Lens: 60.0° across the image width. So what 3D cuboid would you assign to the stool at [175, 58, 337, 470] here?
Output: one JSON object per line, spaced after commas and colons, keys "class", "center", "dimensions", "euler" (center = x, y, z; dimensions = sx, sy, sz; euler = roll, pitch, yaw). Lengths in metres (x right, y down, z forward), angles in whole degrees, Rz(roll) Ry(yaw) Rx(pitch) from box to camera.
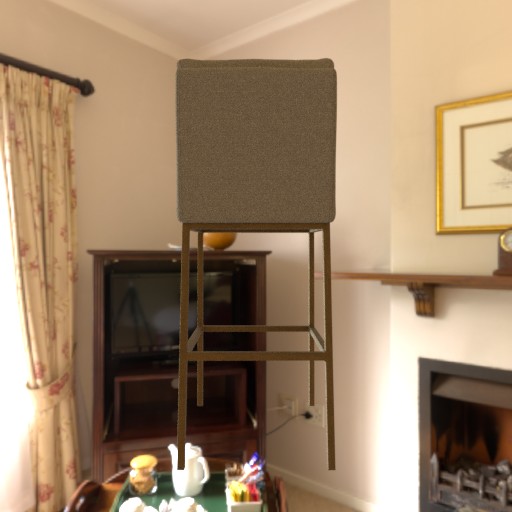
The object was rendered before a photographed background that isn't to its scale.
{"class": "stool", "center": [0.000, 0.000, 1.438], "dimensions": [0.463, 1.132, 0.569], "euler": [0, -1, 0]}
